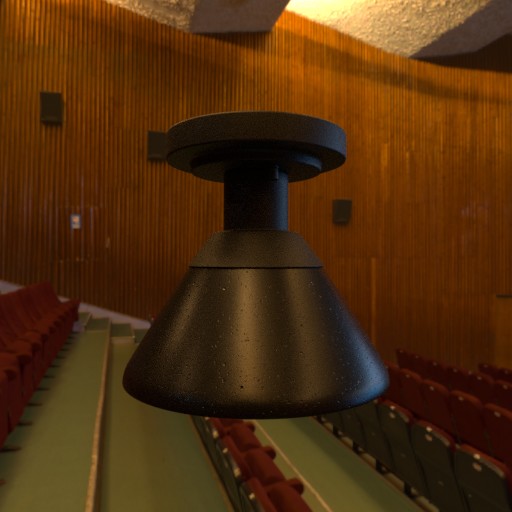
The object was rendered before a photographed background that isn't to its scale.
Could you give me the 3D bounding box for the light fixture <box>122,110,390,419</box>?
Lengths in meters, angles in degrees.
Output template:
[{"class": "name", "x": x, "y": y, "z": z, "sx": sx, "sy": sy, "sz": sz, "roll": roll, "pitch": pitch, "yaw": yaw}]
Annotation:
[{"class": "light fixture", "x": 0.000, "y": 0.000, "z": 0.347, "sx": 0.200, "sy": 0.183, "sz": 0.200, "roll": 0, "pitch": 0, "yaw": 0}]
